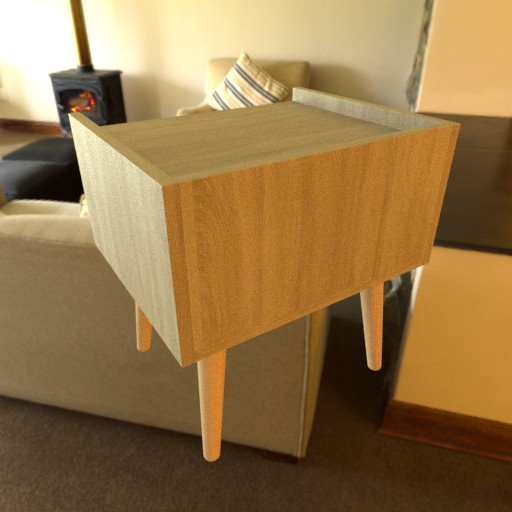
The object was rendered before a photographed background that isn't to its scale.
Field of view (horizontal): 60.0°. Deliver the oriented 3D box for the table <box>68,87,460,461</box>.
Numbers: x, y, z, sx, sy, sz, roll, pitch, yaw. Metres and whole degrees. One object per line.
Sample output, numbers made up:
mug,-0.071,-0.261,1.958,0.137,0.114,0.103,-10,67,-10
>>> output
table,0.000,0.000,0.772,0.450,0.470,0.370,-18,34,-28
